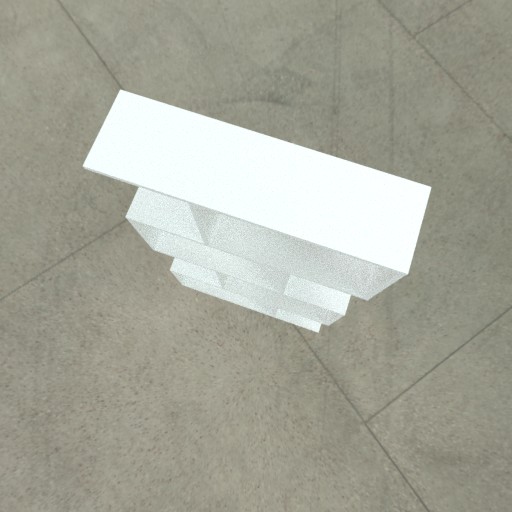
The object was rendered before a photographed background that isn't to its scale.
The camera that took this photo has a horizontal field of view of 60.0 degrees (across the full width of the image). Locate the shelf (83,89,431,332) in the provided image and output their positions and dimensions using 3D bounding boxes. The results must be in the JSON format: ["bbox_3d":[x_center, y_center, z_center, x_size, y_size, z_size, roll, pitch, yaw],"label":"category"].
[{"bbox_3d":[0.000,0.000,1.969,0.890,1.650,0.250,19,76,5],"label":"shelf"}]
